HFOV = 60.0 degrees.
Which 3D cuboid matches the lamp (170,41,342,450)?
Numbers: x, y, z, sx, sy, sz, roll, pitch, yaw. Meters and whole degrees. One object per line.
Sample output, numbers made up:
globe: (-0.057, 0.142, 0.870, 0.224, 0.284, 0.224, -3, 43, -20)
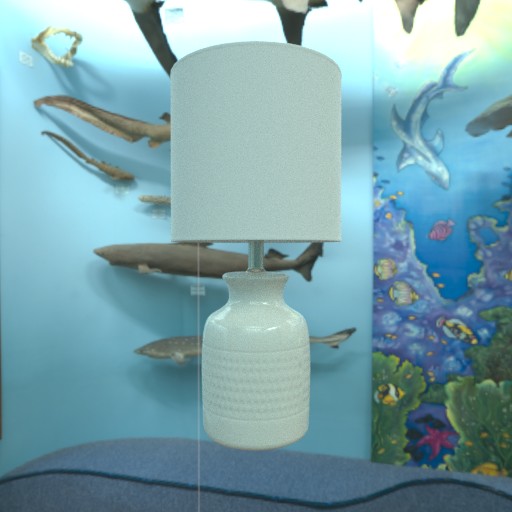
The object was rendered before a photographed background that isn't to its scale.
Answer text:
lamp: (0.000, 0.000, 0.497, 0.188, 0.392, 0.188, 0, 1, 18)
